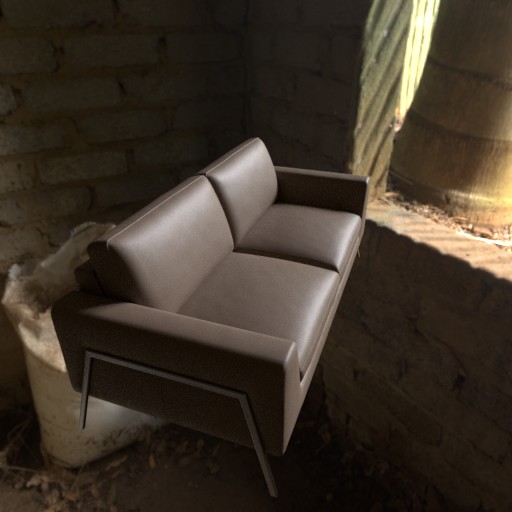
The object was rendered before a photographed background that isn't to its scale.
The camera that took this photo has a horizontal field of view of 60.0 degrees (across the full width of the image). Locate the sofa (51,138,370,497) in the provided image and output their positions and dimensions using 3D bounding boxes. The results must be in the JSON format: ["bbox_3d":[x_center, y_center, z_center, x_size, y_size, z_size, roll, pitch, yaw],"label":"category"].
[{"bbox_3d":[0.000,0.000,2.437,0.953,0.875,2.017,10,30,18],"label":"sofa"}]
